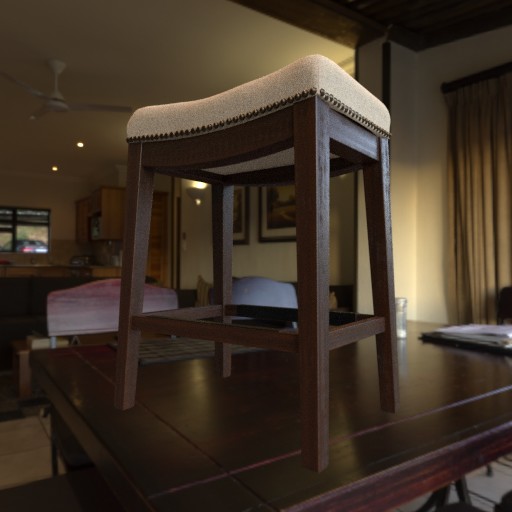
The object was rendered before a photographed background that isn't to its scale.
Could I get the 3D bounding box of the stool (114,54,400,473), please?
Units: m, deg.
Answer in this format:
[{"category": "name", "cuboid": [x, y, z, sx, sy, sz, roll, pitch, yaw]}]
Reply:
[{"category": "stool", "cuboid": [0.000, 0.000, 0.970, 0.509, 0.669, 0.363, -1, -1, 37]}]
